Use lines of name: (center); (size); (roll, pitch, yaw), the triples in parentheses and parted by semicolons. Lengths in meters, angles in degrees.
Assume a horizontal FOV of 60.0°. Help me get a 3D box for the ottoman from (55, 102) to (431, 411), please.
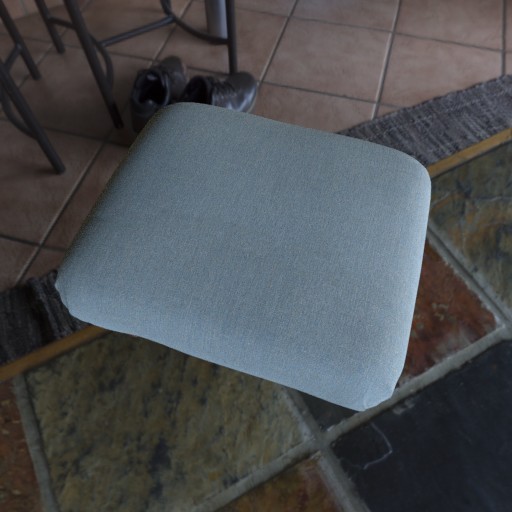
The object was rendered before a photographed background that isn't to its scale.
ottoman: (0.000, 0.000, 1.120); (0.747, 0.450, 0.622); (16, 61, 9)
